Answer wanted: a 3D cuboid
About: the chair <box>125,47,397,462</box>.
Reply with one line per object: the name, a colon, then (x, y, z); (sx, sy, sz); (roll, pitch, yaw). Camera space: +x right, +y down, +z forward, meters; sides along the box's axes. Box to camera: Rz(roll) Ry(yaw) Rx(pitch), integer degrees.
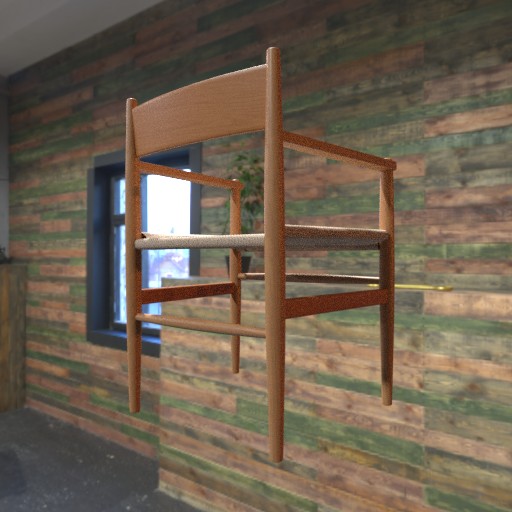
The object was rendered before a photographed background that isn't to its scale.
chair: (0.000, 0.000, 1.123); (0.556, 0.762, 0.495); (0, 0, 38)
